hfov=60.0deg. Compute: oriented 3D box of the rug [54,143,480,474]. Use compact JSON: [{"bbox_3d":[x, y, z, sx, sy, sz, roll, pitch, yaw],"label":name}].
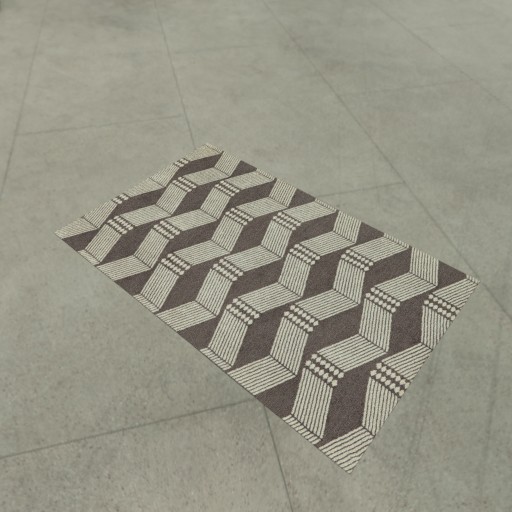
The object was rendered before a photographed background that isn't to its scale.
[{"bbox_3d":[0.000,0.000,2.953,2.435,0.011,1.517,32,54,27],"label":"rug"}]
